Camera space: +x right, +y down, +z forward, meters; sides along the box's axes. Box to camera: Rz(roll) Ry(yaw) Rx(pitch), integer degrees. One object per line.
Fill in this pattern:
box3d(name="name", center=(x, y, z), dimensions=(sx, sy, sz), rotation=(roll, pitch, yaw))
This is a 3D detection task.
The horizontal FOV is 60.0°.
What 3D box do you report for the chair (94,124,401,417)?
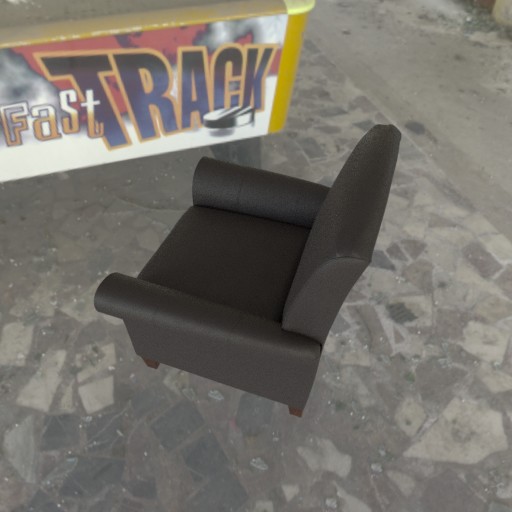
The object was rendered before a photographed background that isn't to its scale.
box3d(name="chair", center=(0.000, 0.000, 1.831), dimensions=(0.902, 1.061, 0.978), rotation=(14, 47, 14))
